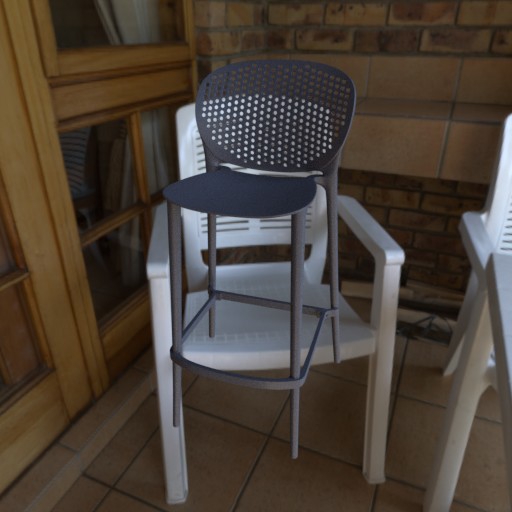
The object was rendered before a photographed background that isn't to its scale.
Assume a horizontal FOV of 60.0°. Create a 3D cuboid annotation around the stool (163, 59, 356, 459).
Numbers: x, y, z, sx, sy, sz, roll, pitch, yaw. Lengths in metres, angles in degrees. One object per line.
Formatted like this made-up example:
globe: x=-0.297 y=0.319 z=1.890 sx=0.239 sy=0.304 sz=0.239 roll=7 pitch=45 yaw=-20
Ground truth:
stool: x=0.000 y=0.000 z=1.328 sx=0.536 sy=1.045 sz=0.535 roll=8 pitch=29 yaw=15
